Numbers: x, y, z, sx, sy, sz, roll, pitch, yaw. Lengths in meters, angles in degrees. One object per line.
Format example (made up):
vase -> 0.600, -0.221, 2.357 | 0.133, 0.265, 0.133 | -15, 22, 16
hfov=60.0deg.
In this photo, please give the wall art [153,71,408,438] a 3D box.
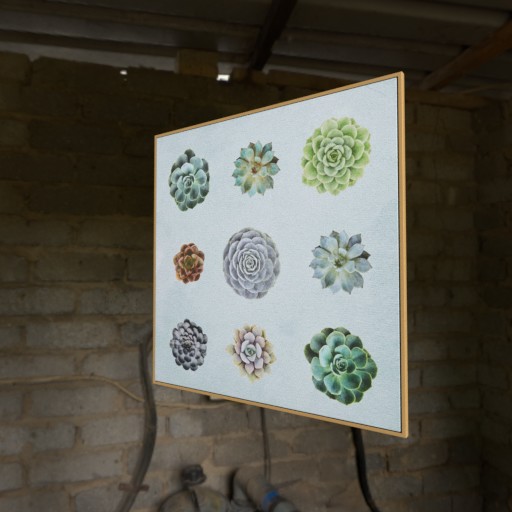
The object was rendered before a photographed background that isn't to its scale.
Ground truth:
wall art -> 0.000, 0.000, 0.987 | 0.657, 0.655, 0.014 | -1, -2, 35
